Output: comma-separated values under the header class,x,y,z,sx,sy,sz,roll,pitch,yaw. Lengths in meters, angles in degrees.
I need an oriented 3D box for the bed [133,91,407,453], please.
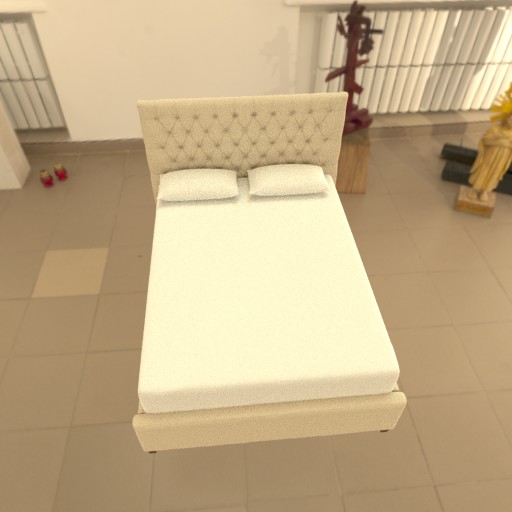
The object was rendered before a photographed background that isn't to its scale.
class,x,y,z,sx,sy,sz,roll,pitch,yaw
bed,0.000,0.000,3.264,1.696,1.426,2.233,-4,46,-4
